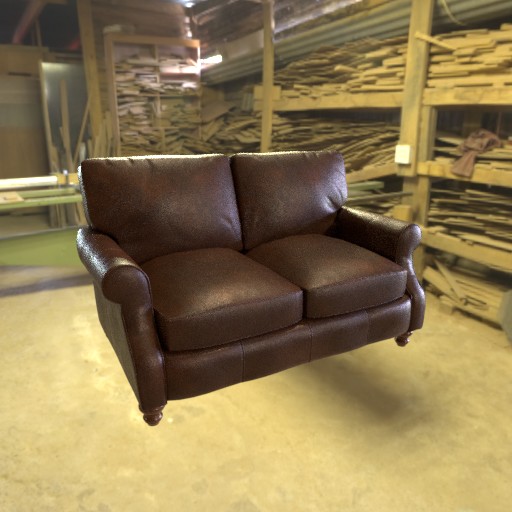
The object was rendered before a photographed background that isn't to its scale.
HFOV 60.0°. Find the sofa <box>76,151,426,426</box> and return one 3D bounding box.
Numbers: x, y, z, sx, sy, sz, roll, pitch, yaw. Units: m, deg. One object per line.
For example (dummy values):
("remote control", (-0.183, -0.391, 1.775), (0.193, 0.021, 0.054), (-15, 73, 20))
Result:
("sofa", (0.000, 0.000, 2.226), (1.616, 0.976, 0.990), (-9, 18, -28))
